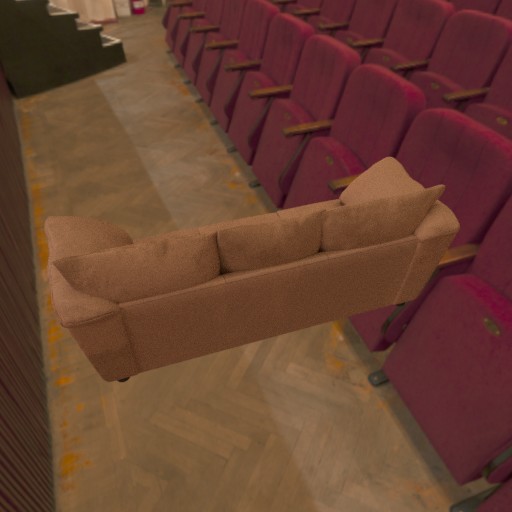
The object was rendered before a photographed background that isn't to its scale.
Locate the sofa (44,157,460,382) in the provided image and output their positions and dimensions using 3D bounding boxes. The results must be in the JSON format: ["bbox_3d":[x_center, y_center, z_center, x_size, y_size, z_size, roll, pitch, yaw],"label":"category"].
[{"bbox_3d":[0.000,0.000,2.804,2.377,0.981,0.893,-12,42,-14],"label":"sofa"}]
